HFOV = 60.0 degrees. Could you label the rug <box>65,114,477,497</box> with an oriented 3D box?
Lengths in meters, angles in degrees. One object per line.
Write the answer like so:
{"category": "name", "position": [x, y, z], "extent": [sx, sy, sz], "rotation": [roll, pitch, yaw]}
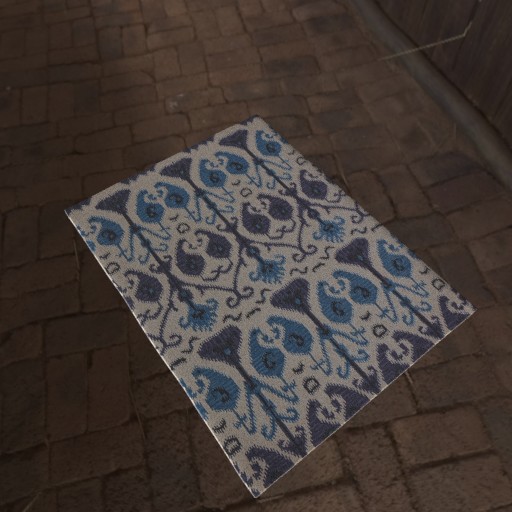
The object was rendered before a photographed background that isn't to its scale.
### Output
{"category": "rug", "position": [0.000, 0.000, 4.188], "extent": [2.443, 0.024, 3.228], "rotation": [-32, 63, -19]}
